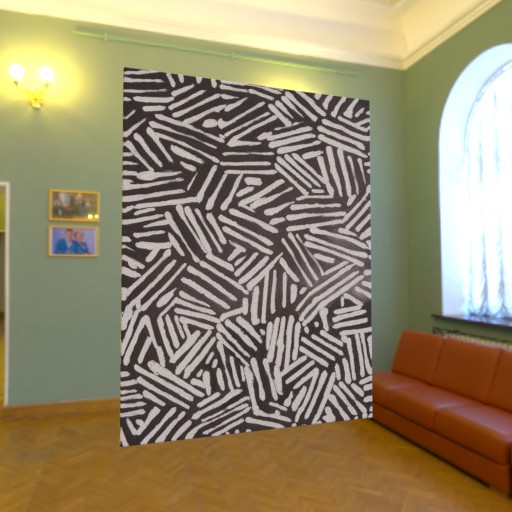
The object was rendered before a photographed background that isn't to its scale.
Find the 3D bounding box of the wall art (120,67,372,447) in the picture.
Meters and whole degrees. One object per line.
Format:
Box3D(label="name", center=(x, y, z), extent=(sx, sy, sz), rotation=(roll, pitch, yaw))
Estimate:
Box3D(label="wall art", center=(0.000, 0.000, 1.318), extent=(0.765, 1.017, 0.038), rotation=(1, -2, -18))
